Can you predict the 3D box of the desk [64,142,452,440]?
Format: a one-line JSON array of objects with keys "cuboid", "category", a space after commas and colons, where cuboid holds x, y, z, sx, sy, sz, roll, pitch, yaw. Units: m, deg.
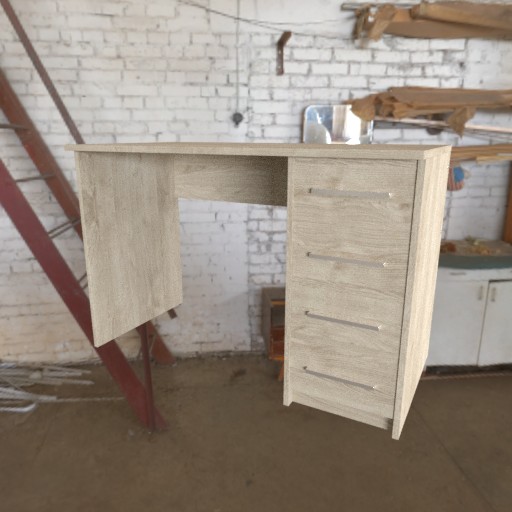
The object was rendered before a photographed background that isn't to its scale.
[{"cuboid": [0.000, 0.000, 1.499, 1.096, 0.730, 0.560, 8, 17, 27], "category": "desk"}]
